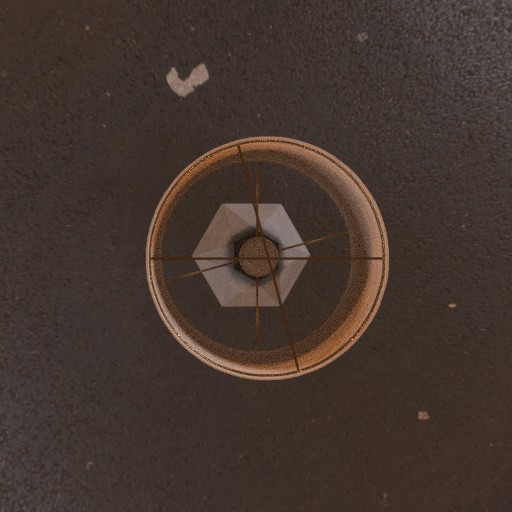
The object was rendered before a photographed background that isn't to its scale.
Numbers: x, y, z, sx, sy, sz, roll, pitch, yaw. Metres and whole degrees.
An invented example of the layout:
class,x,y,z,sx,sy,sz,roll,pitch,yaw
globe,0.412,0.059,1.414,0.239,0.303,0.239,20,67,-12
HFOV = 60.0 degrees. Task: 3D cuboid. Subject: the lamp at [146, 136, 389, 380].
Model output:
class,x,y,z,sx,sy,sz,roll,pitch,yaw
lamp,0.000,0.000,0.665,0.276,0.501,0.276,0,91,-3
